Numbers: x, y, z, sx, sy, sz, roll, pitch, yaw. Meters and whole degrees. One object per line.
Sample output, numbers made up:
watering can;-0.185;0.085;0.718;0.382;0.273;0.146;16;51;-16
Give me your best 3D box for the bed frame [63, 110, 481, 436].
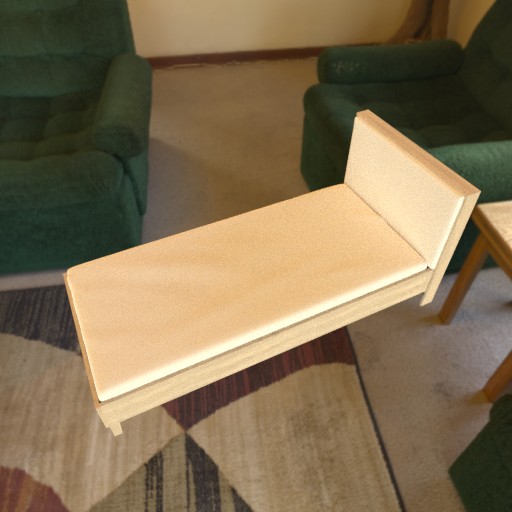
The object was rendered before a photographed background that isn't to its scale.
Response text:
bed frame;0.000;0.000;2.633;2.140;0.920;0.990;-19;48;-18
